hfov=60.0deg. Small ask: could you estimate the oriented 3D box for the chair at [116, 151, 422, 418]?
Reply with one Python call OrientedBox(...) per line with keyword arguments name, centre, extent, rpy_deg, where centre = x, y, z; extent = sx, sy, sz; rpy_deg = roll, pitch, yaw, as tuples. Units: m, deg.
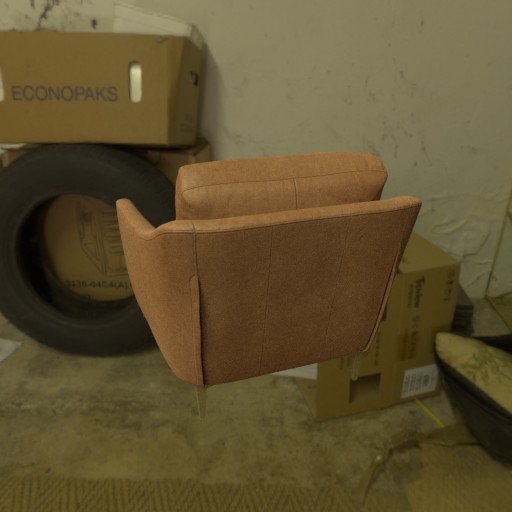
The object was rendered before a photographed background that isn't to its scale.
OrientedBox(name="chair", centre=(0.000, 0.000, 1.746), extent=(0.988, 0.895, 0.963), rpy_deg=(-8, 27, -17))
